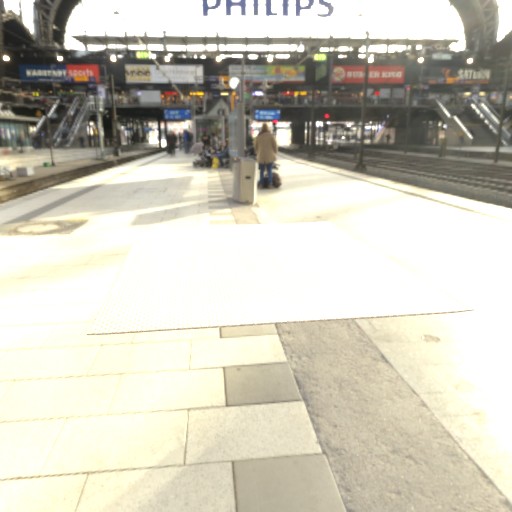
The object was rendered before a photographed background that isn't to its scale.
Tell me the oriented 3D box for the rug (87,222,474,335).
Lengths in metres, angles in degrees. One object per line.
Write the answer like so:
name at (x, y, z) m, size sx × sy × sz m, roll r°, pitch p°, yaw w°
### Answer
rug at (0.000, 0.000, 3.921) m, size 2.277 × 0.035 × 2.897 m, roll -2°, pitch 15°, yaw -8°
